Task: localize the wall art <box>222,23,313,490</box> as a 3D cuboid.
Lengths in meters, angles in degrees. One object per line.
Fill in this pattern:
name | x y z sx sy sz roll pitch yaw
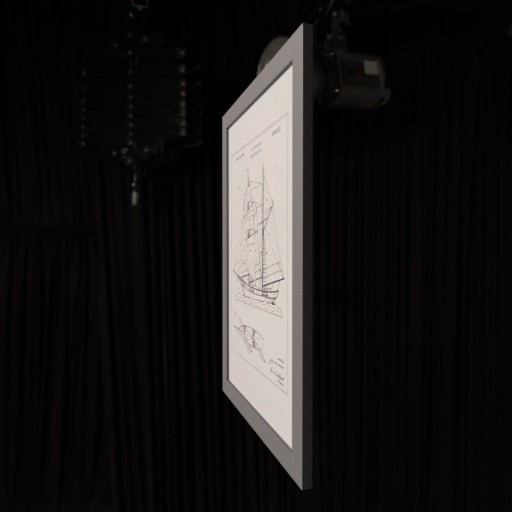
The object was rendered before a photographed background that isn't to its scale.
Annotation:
wall art | 0.000 0.000 0.688 0.013 0.534 0.380 0 1 -18
